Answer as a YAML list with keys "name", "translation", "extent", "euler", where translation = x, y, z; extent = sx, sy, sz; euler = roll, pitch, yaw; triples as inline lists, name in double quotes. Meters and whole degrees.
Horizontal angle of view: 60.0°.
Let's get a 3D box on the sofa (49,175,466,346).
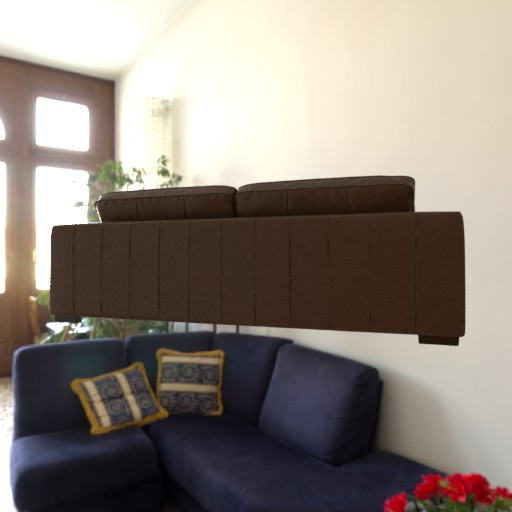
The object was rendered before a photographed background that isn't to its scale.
- name: "sofa"
  translation: [0.000, 0.000, 2.751]
  extent: [2.262, 0.801, 1.070]
  euler: [0, -1, 20]
